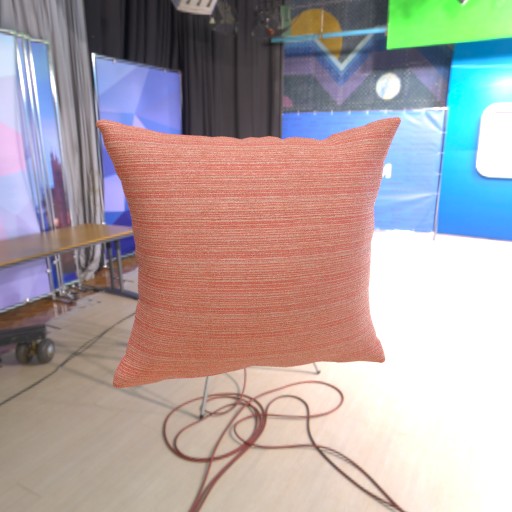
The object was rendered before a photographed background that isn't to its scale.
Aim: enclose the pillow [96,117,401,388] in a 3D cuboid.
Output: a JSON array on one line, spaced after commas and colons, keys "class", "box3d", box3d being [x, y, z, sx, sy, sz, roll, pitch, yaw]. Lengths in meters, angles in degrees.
[{"class": "pillow", "box3d": [0.000, 0.000, 0.833, 0.559, 0.501, 0.229, -3, 16, -10]}]
